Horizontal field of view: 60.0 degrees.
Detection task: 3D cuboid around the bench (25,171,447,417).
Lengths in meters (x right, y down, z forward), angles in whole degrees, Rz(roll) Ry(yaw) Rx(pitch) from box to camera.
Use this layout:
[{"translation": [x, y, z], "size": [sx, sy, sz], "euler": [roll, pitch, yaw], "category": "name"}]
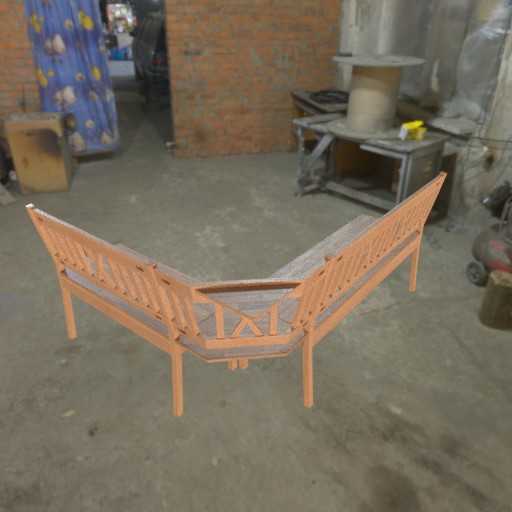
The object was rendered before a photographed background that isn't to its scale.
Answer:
[{"translation": [0.000, 0.000, 2.768], "size": [1.537, 0.902, 1.937], "euler": [21, 35, 33], "category": "bench"}]
